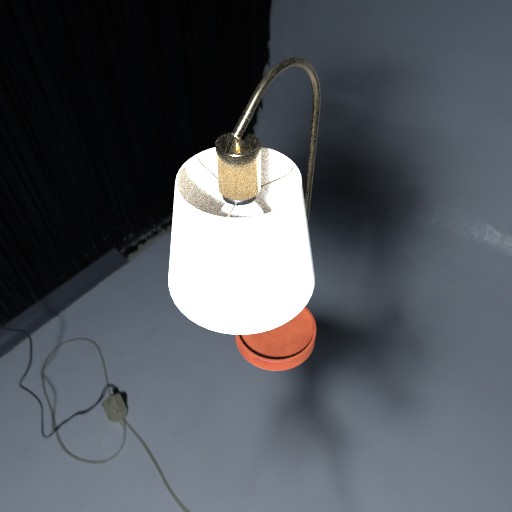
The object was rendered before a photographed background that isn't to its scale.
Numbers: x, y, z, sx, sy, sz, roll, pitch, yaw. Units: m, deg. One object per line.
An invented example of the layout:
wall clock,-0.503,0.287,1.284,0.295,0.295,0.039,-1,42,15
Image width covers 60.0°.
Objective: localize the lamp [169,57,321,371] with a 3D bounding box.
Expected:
lamp,0.000,0.000,0.650,0.211,0.536,0.273,31,53,27
